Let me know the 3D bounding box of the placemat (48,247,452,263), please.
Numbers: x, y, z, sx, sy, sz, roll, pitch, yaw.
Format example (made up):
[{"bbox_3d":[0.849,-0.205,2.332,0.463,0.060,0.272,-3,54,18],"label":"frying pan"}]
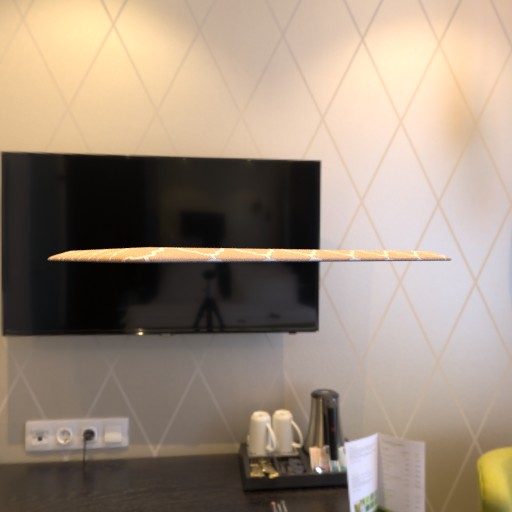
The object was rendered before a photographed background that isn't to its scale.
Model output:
[{"bbox_3d":[0.000,0.000,0.978,0.762,0.021,0.508,0,0,-36],"label":"placemat"}]
